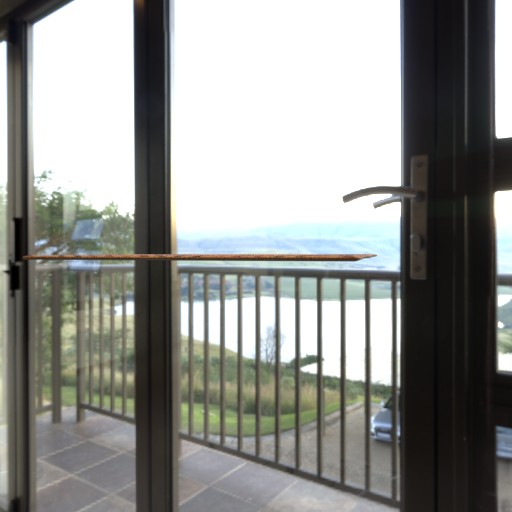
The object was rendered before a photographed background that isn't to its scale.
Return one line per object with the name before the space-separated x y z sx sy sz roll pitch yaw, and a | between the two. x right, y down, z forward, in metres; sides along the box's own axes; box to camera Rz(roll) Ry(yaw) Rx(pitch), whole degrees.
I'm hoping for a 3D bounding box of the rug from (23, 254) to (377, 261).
rug | 0.000 0.000 2.998 1.521 0.023 2.464 0 0 17
